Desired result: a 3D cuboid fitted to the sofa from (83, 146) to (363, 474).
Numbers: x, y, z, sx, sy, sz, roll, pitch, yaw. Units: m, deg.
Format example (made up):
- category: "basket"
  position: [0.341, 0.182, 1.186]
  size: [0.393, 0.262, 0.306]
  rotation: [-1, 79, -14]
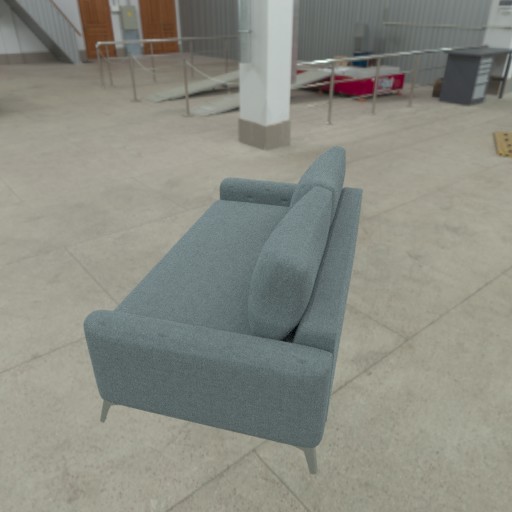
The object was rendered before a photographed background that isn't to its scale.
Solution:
- category: "sofa"
  position: [0.000, 0.000, 2.193]
  size: [0.920, 0.790, 1.650]
  rotation: [8, 30, 13]
